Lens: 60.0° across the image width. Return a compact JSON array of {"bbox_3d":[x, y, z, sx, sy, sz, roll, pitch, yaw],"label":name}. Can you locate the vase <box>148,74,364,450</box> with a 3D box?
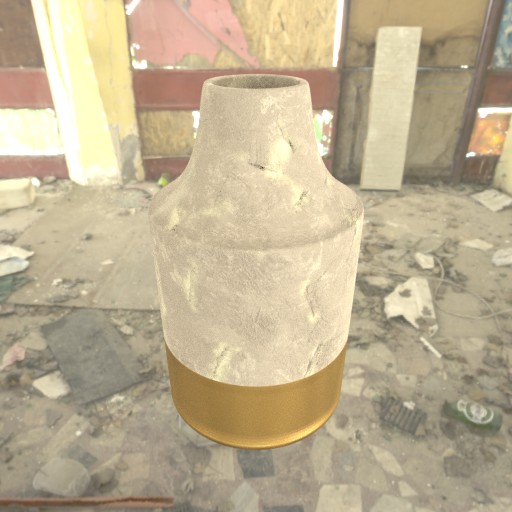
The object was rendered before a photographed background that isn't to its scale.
[{"bbox_3d":[0.000,0.000,0.410,0.184,0.305,0.184,0,30,0],"label":"vase"}]
